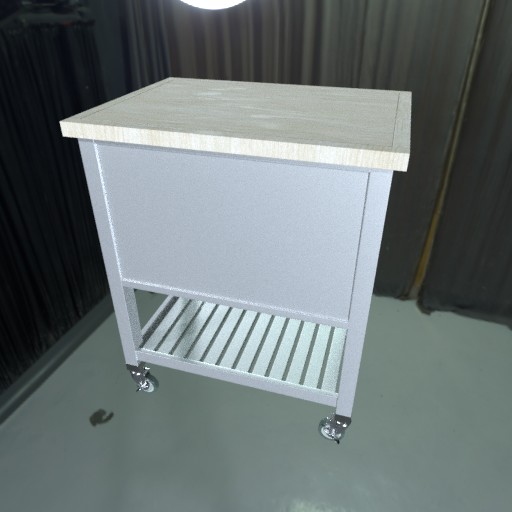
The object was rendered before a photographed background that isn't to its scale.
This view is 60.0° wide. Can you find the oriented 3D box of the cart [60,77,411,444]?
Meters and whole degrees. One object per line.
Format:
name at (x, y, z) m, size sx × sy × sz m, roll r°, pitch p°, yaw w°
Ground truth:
cart at (0.000, 0.000, 1.379) m, size 0.762 × 0.914 × 0.559 m, roll 9°, pitch 33°, yaw 14°
